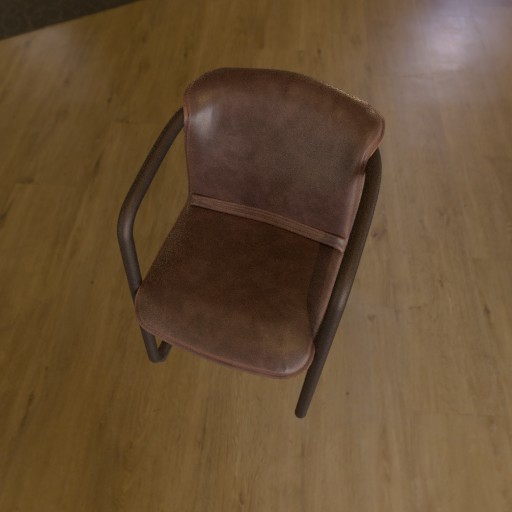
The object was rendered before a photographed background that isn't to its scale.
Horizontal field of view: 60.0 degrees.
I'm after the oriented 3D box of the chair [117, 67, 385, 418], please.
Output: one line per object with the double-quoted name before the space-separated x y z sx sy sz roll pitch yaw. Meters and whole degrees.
"chair" 0.000 0.000 1.254 0.536 0.836 0.664 18 59 11
